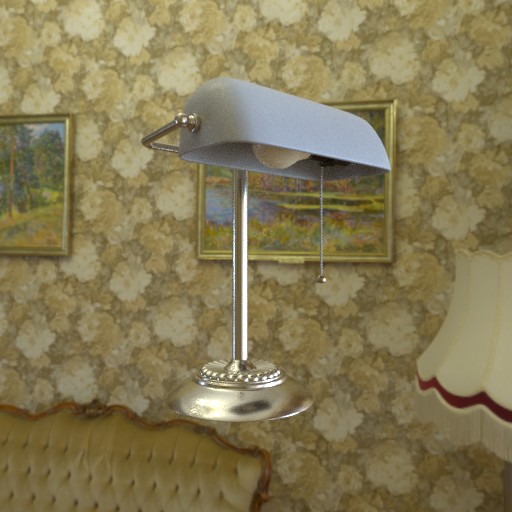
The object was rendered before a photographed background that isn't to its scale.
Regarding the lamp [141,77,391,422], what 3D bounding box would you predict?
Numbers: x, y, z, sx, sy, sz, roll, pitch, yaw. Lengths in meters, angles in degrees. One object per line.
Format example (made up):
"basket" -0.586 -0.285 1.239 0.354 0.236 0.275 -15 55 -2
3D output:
"lamp" 0.000 0.000 0.514 0.264 0.339 0.243 1 -1 -37
